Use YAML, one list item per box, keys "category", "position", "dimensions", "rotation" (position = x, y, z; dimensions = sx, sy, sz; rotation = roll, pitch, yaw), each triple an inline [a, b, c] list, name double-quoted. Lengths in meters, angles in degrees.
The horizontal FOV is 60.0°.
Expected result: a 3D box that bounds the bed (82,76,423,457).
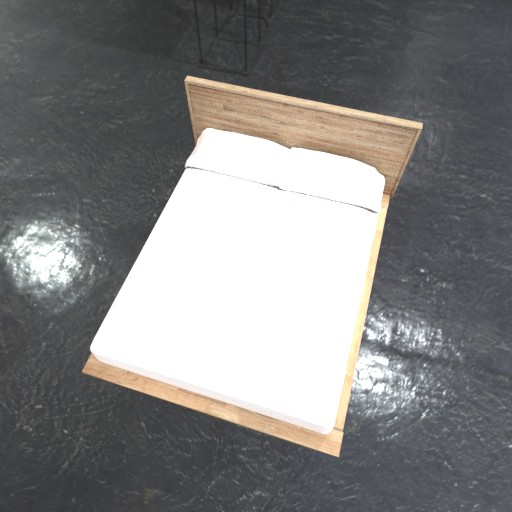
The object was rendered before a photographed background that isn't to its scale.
- category: "bed"
  position: [0.000, 0.000, 3.122]
  dimensions: [1.759, 1.071, 2.145]
  rotation: [15, 59, 9]
